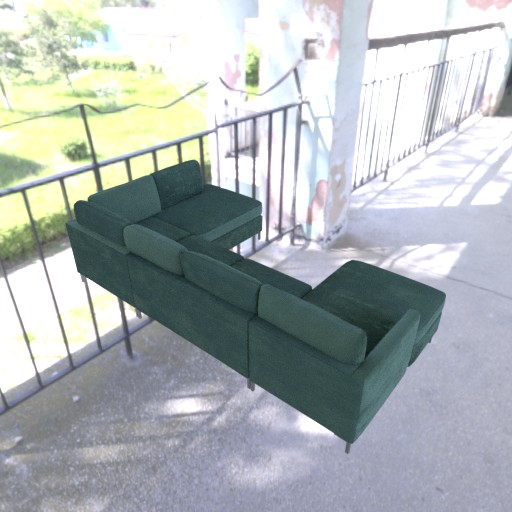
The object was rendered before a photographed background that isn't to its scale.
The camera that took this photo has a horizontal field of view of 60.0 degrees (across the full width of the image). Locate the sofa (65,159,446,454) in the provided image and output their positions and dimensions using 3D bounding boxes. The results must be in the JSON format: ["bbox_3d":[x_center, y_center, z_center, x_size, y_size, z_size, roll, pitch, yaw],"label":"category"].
[{"bbox_3d":[0.000,0.000,4.403,3.434,0.992,2.055,23,38,33],"label":"sofa"}]
